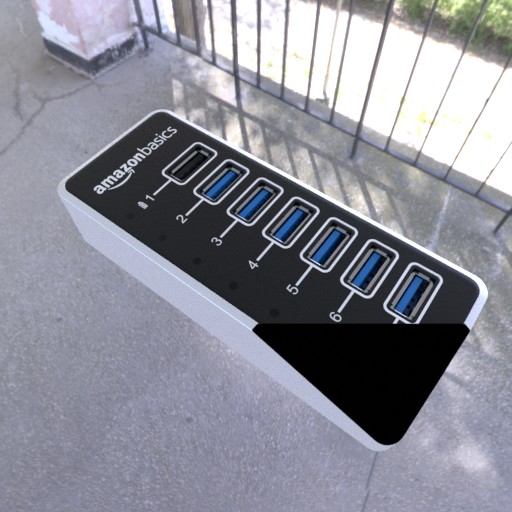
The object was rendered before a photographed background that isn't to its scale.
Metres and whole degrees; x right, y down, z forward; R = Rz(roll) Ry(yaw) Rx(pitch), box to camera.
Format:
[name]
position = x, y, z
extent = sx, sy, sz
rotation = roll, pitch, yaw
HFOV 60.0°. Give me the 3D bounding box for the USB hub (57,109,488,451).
[USB hub]
position = 0.000, 0.000, 0.123
extent = 0.110, 0.023, 0.044
rotation = 32, 63, 19
